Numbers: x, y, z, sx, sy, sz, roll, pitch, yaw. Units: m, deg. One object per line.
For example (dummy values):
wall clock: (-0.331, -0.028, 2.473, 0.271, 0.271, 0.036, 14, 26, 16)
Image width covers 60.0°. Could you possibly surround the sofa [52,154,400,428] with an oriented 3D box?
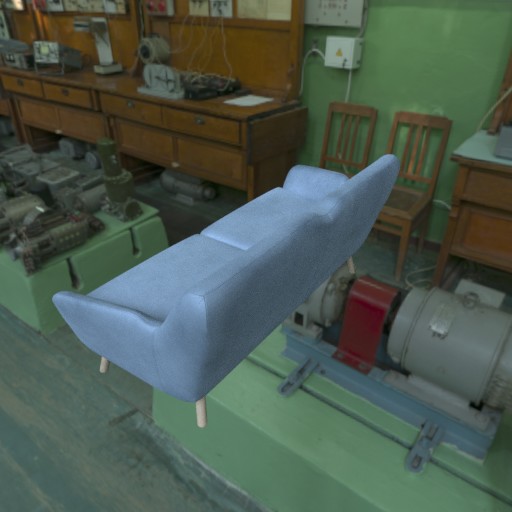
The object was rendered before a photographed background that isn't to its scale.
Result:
sofa: (0.000, 0.000, 2.338, 0.850, 0.810, 1.870, 21, 37, 30)
